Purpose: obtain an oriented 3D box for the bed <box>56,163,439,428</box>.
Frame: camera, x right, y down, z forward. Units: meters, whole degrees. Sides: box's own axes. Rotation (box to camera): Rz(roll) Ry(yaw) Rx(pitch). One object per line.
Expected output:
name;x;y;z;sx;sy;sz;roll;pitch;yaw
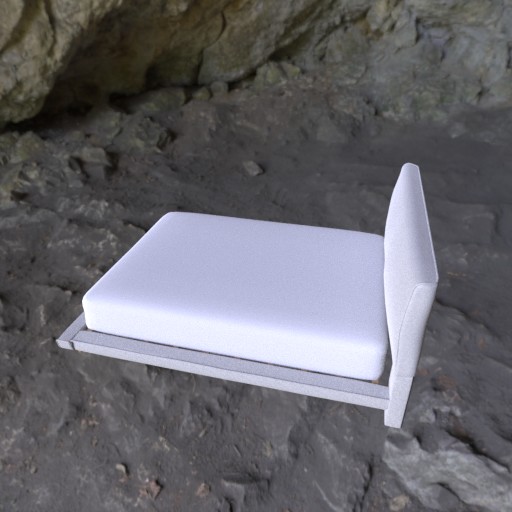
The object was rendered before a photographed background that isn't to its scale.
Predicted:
bed;0.000;0.000;3.389;2.368;1.067;1.840;7;31;12
